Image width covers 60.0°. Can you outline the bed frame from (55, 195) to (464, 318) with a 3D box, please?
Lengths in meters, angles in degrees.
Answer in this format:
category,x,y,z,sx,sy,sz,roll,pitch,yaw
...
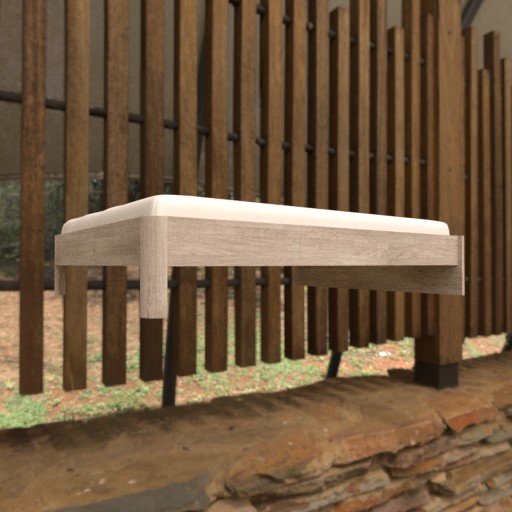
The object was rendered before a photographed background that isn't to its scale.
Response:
category,x,y,z,sx,sy,sz,roll,pitch,yaw
bed frame,0.000,0.000,2.637,1.950,0.462,1.490,1,-1,-36
